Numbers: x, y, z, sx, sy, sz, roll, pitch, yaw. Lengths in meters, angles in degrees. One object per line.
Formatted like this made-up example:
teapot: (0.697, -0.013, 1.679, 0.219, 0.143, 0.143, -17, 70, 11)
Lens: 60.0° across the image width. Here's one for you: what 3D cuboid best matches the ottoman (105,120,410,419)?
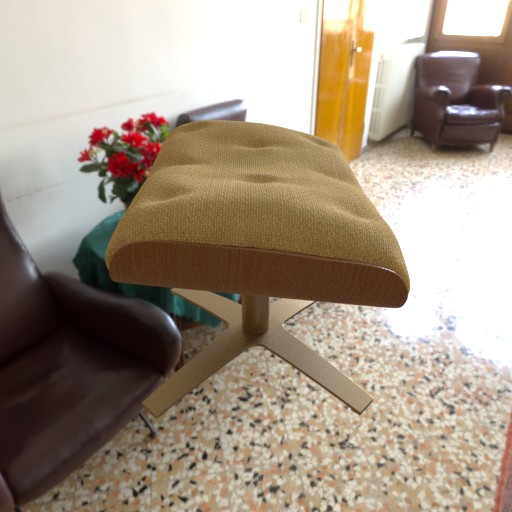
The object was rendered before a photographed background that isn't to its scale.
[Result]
ottoman: (0.000, 0.000, 0.805, 0.394, 0.391, 0.520, -1, 30, -1)
